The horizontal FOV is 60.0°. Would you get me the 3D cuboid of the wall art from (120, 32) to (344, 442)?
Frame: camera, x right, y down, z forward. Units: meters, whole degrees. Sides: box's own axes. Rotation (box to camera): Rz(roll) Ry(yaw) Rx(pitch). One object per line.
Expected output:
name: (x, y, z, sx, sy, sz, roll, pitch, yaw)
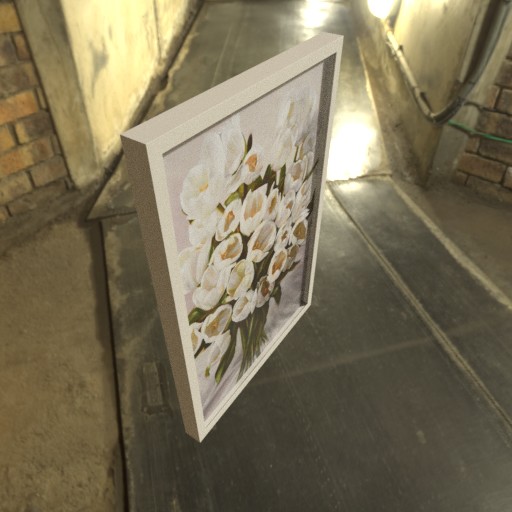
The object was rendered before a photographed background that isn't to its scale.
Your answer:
wall art: (0.000, 0.000, 0.816, 0.038, 0.657, 0.450, 25, 48, 25)
